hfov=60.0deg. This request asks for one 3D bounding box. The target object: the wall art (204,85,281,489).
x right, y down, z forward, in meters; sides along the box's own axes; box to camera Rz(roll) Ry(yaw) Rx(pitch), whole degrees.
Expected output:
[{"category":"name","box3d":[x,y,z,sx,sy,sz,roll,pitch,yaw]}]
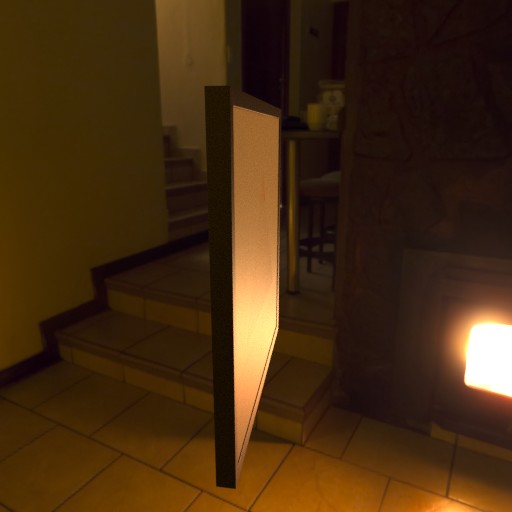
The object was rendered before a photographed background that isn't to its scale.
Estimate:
[{"category":"wall art","box3d":[0.000,0.000,0.775,0.028,0.511,0.513,2,16,9]}]
